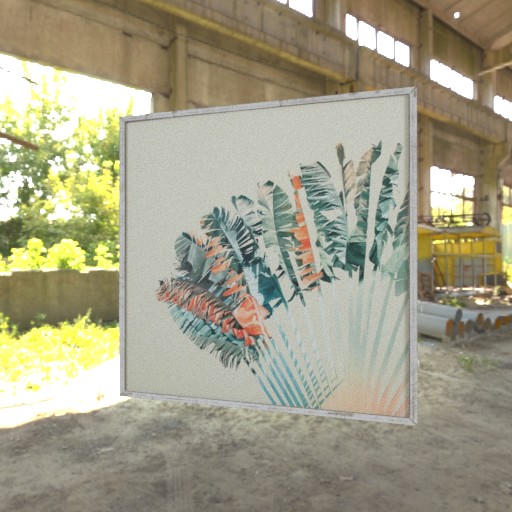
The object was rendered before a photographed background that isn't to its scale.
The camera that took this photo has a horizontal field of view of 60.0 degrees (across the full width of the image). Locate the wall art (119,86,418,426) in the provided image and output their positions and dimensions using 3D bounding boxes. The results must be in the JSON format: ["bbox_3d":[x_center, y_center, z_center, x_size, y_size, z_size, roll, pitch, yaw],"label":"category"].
[{"bbox_3d":[0.000,0.000,1.112,0.760,0.757,0.038,0,0,16],"label":"wall art"}]
